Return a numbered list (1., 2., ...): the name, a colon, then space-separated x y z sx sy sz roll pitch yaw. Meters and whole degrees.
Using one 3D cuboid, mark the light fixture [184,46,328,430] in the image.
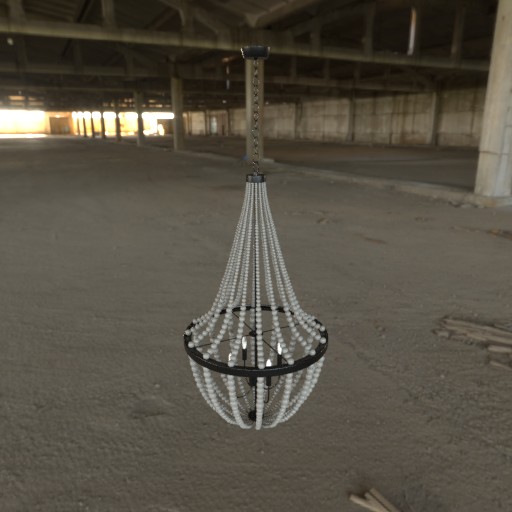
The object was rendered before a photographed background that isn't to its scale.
1. light fixture: 0.000 0.000 1.322 0.450 1.133 0.450 0 16 0
